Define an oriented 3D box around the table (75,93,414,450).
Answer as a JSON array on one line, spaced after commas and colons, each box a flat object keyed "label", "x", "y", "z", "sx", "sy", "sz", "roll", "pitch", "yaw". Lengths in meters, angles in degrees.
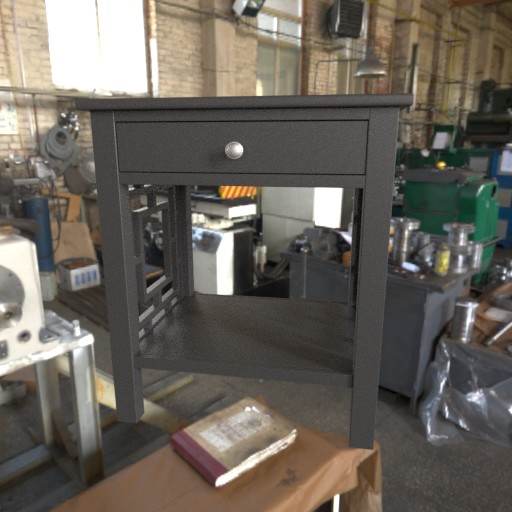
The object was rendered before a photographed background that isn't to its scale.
[{"label": "table", "x": 0.000, "y": 0.000, "z": 1.006, "sx": 0.564, "sy": 0.646, "sz": 0.451, "roll": 3, "pitch": 15, "yaw": 10}]
